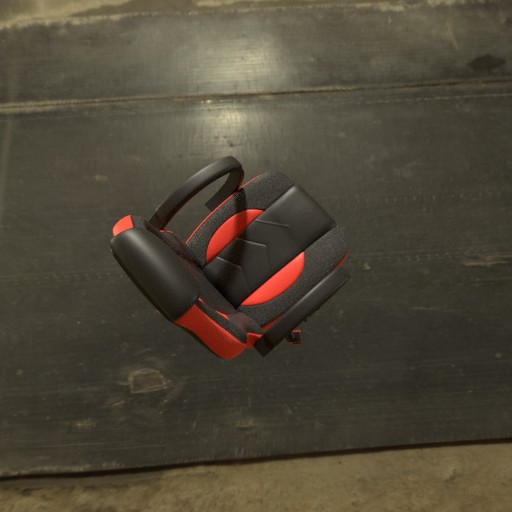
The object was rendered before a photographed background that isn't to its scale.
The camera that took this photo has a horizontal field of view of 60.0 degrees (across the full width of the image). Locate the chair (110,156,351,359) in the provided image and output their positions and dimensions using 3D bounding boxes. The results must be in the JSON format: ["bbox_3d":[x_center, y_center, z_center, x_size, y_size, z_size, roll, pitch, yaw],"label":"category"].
[{"bbox_3d":[0.000,0.000,1.423,0.642,1.016,0.600,-41,78,-11],"label":"chair"}]
